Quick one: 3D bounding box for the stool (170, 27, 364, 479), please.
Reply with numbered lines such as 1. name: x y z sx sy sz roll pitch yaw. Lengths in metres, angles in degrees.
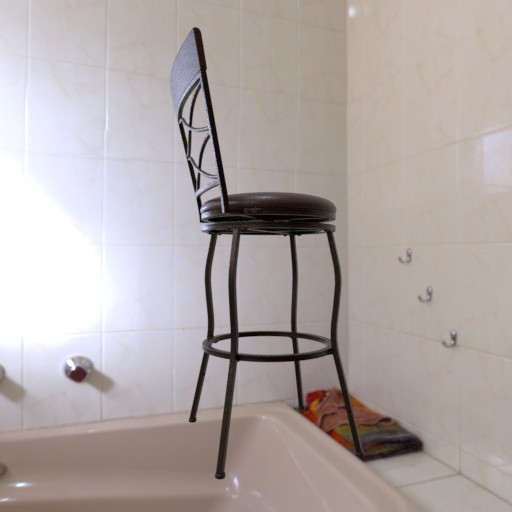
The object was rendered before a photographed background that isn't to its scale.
1. stool: 0.000 0.000 1.376 0.513 1.130 0.448 0 0 -18
